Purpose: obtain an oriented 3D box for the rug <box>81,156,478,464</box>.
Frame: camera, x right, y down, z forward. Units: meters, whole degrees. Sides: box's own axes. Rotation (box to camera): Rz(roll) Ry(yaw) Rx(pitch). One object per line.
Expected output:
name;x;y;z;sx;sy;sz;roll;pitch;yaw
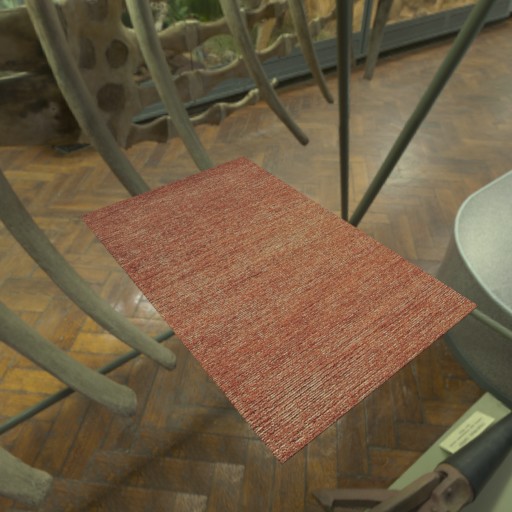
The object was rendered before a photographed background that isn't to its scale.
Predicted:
rug;0.000;0.000;2.219;1.139;0.011;1.747;-27;47;-28
